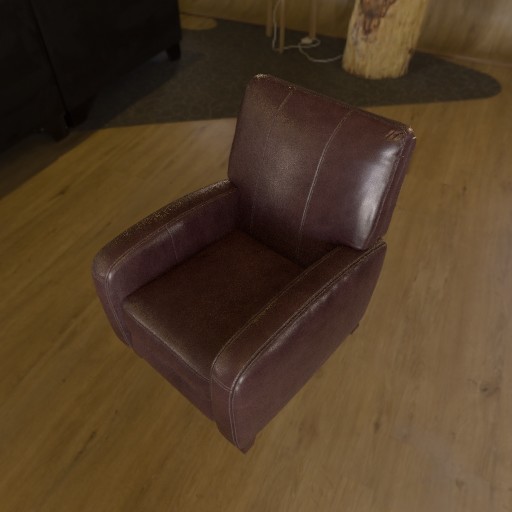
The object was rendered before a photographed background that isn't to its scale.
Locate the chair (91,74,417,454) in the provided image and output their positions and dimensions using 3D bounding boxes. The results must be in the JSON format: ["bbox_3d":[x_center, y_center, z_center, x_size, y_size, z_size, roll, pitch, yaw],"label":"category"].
[{"bbox_3d":[0.000,0.000,1.663,0.762,0.990,0.990,32,53,28],"label":"chair"}]
